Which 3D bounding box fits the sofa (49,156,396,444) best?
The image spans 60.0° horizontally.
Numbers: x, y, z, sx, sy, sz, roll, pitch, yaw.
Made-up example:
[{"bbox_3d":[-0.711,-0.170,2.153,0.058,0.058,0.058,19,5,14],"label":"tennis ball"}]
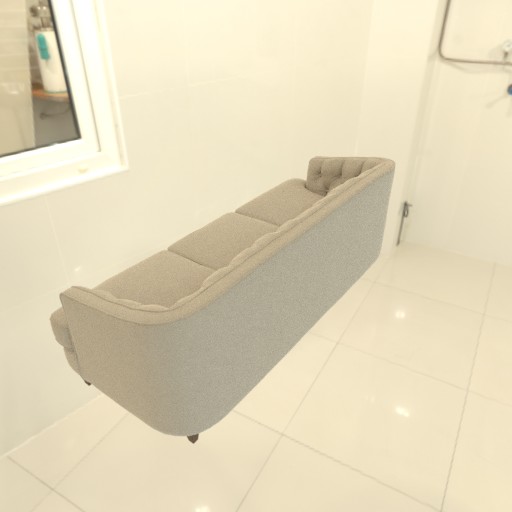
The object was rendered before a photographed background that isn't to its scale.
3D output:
[{"bbox_3d":[0.000,0.000,2.745,0.941,0.855,2.278,22,38,31],"label":"sofa"}]
